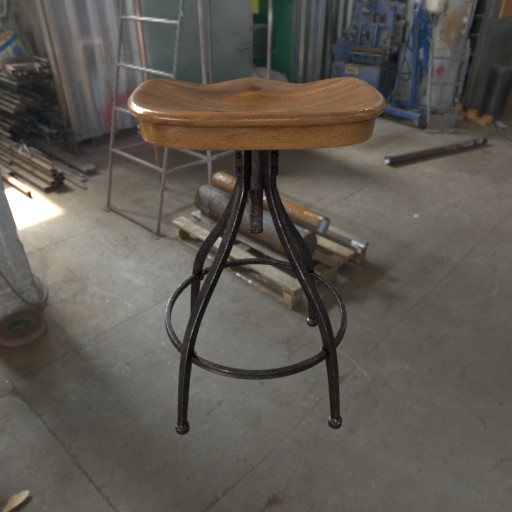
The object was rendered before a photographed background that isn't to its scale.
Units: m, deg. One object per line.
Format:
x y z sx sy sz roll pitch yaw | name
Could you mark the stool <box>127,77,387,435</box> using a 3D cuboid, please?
0.000 0.000 0.963 0.432 0.694 0.424 -1 32 -2 | stool
